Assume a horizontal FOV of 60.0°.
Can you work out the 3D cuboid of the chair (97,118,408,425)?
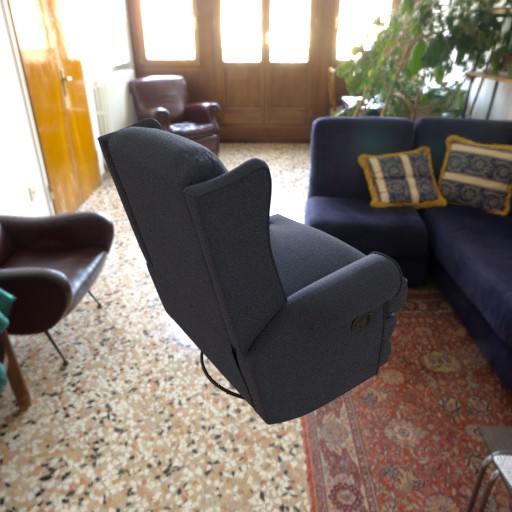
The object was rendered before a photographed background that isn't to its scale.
[{"bbox_3d":[0.000,0.000,1.728,0.877,1.020,0.971,-18,32,-30],"label":"chair"}]
